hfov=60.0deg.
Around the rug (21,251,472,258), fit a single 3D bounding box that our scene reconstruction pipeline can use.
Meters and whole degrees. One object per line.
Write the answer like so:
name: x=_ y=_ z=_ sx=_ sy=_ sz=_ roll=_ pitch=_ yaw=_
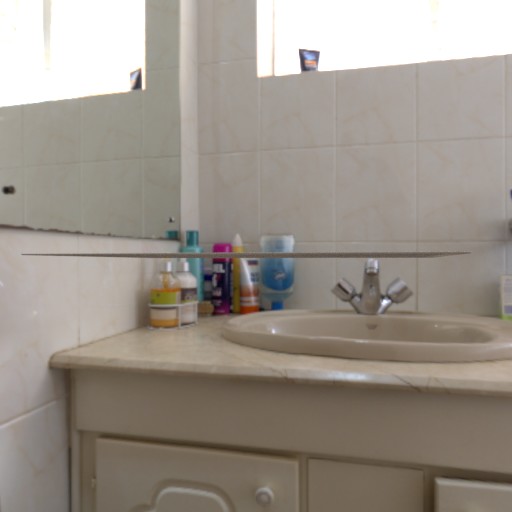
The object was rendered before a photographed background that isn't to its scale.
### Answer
rug: x=0.000 y=0.000 z=2.186 sx=1.749 sy=0.015 sz=1.141 roll=0 pitch=-1 yaw=16
